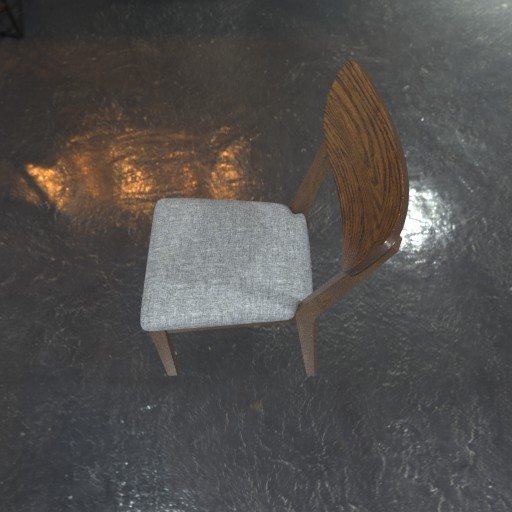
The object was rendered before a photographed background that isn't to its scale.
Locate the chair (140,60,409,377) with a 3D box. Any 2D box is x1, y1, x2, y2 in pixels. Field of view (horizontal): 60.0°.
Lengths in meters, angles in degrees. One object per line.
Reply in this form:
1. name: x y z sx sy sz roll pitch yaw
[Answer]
1. chair: 0.000 0.000 1.192 0.583 0.849 0.491 -1 59 0
